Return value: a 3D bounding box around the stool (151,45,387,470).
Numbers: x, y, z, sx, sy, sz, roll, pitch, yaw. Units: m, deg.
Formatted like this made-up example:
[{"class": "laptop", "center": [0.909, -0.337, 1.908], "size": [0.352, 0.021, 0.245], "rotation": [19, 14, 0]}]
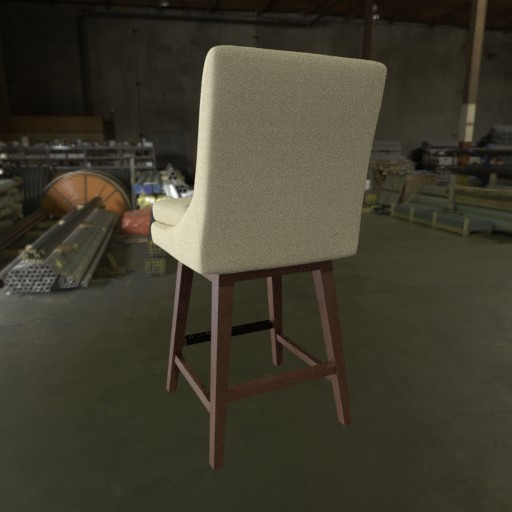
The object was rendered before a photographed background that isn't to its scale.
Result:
[{"class": "stool", "center": [0.000, 0.000, 1.271], "size": [0.483, 0.991, 0.559], "rotation": [-7, 15, -26]}]
